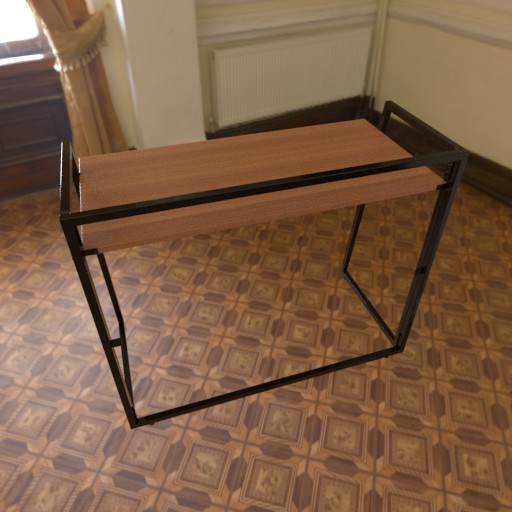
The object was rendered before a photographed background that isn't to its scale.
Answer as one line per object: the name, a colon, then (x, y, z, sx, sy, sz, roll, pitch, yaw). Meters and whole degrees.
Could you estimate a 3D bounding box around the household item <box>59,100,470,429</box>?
household item: (0.000, 0.000, 1.528, 1.050, 0.860, 0.510, -12, 41, -14)
